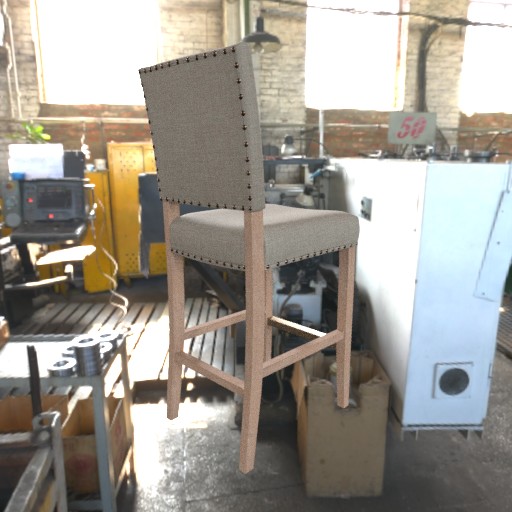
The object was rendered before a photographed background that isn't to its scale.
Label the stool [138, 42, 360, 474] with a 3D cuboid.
[{"bbox_3d":[0.000,0.000,1.483,0.445,1.173,0.585,12,18,43],"label":"stool"}]
